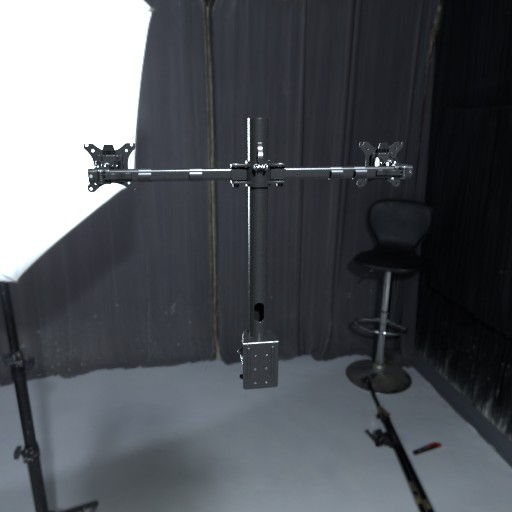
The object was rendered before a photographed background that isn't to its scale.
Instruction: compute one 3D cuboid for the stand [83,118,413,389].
[{"bbox_3d":[0.000,0.000,1.018,0.743,0.603,0.150,-2,16,-8],"label":"stand"}]
